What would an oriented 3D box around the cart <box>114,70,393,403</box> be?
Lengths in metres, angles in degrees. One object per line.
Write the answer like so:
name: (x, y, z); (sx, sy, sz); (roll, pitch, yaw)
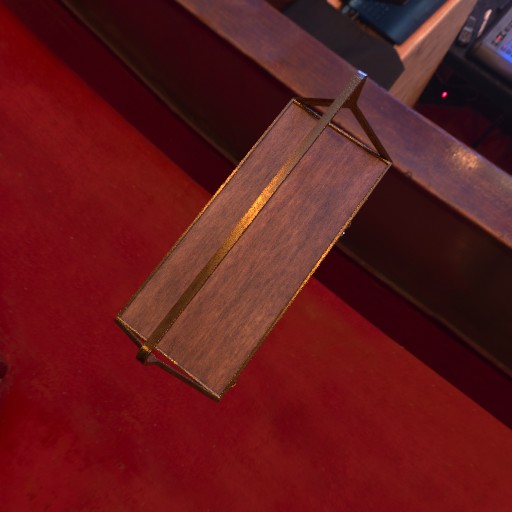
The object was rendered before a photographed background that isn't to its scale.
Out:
cart: (0.000, 0.000, 1.179); (0.313, 0.805, 0.723); (36, 80, 7)
